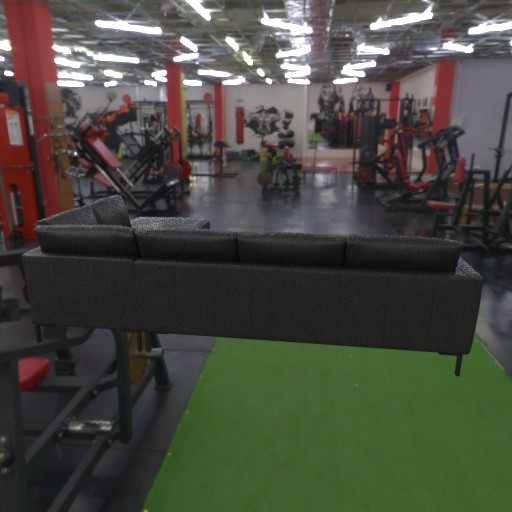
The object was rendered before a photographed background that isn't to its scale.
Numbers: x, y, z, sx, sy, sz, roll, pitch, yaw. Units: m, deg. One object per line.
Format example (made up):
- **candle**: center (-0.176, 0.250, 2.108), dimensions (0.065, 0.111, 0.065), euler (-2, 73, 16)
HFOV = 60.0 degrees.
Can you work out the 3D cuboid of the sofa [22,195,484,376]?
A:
- **sofa**: center (0.000, 0.000, 3.737), dimensions (2.984, 0.877, 1.938), euler (2, 17, 8)
